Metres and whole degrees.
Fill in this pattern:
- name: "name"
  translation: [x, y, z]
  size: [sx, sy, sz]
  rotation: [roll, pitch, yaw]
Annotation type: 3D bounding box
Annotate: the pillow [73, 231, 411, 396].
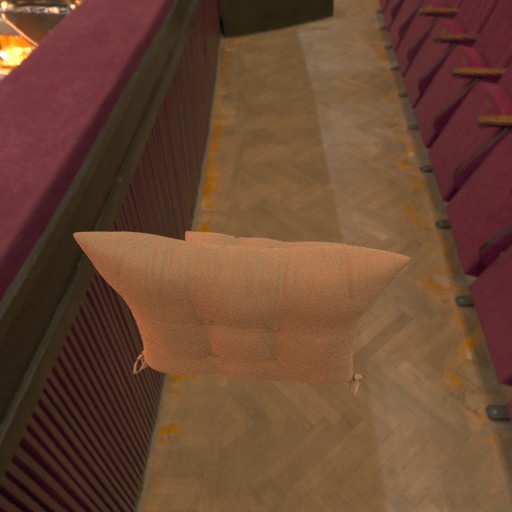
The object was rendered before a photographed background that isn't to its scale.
- name: "pillow"
  translation: [0.000, 0.000, 1.011]
  size: [0.541, 0.536, 0.585]
  rotation: [4, 45, 4]
